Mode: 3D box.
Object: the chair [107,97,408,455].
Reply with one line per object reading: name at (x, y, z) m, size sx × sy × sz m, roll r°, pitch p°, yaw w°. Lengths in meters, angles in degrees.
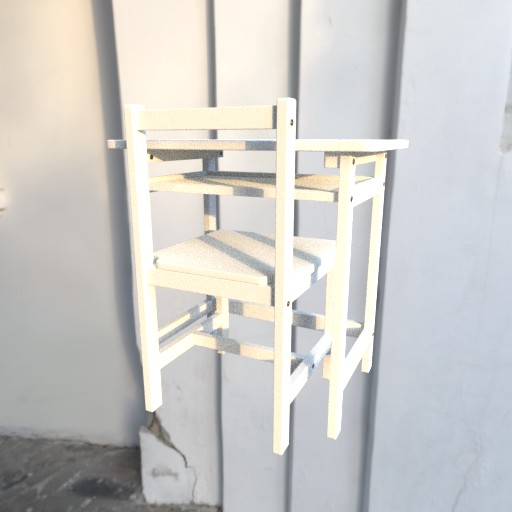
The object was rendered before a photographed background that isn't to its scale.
chair at (0.000, 0.000, 1.067) m, size 0.599 × 0.673 × 0.461 m, roll 7°, pitch 16°, yaw 25°
